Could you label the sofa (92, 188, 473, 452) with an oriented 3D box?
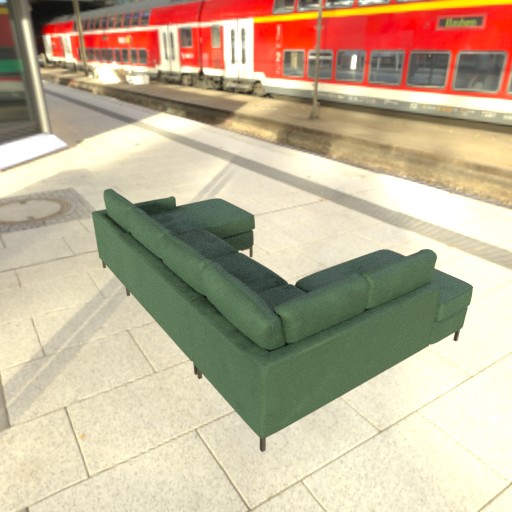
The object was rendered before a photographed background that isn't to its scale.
[{"bbox_3d":[0.000,0.000,3.942,1.992,0.861,2.994,-17,30,-31],"label":"sofa"}]
